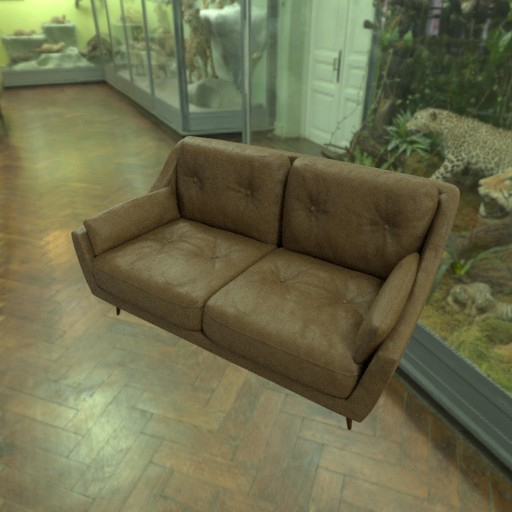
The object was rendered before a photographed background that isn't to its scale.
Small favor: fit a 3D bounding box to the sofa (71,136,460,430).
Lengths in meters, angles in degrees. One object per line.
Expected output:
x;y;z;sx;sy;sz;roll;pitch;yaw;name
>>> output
0.000;0.000;2.259;1.731;0.886;0.981;18;34;29;sofa
